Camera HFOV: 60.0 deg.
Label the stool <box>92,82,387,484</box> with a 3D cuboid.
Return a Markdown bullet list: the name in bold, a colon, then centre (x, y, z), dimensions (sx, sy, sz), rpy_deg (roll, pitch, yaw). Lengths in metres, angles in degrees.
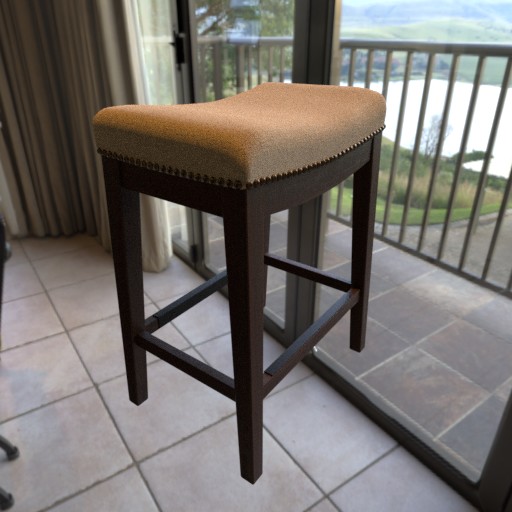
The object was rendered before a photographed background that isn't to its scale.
- **stool**: centre (0.000, 0.000, 0.969), dimensions (0.363, 0.669, 0.509), rpy_deg (19, 33, 32)
